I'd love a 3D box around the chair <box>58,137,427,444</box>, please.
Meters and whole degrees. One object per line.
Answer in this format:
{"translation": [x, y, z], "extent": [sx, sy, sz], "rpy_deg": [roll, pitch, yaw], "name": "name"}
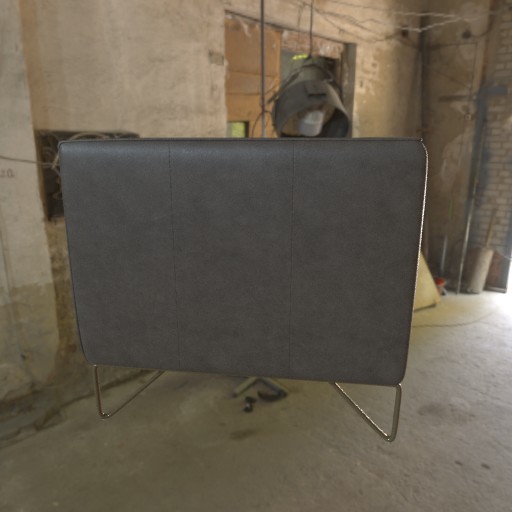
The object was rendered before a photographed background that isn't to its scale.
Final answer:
{"translation": [0.000, 0.000, 1.520], "extent": [0.894, 0.790, 0.880], "rpy_deg": [2, 15, 8], "name": "chair"}
